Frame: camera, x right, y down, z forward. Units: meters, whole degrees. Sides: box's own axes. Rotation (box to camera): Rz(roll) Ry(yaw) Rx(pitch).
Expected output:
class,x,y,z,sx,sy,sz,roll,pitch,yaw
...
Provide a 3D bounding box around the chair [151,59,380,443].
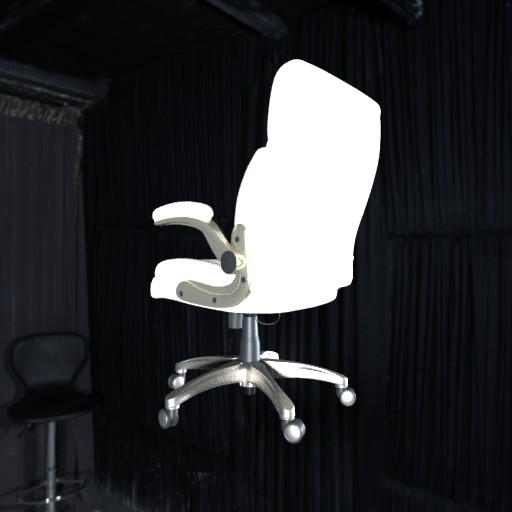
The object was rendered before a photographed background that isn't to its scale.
class,x,y,z,sx,sy,sz,roll,pitch,yaw
chair,0.000,0.000,1.641,0.794,1.110,0.740,1,1,37
